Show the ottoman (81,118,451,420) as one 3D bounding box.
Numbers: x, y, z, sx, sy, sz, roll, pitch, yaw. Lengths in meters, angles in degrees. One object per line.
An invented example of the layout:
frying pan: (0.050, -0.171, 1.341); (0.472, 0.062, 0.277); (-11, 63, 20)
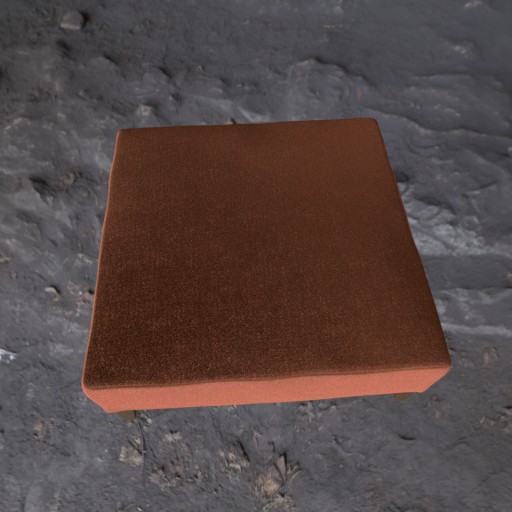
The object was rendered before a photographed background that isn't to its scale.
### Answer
ottoman: (0.000, 0.000, 1.553); (0.999, 0.438, 0.997); (-3, 58, -2)
